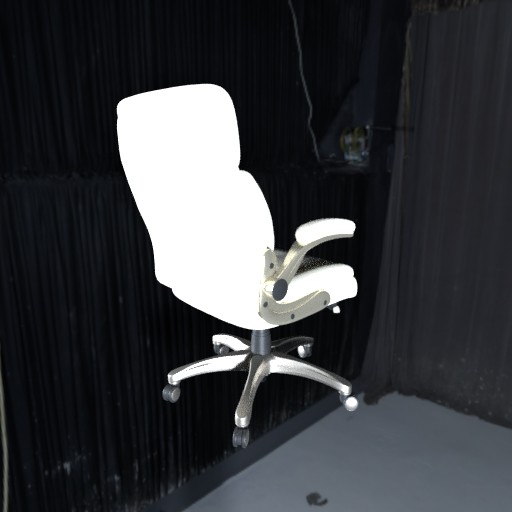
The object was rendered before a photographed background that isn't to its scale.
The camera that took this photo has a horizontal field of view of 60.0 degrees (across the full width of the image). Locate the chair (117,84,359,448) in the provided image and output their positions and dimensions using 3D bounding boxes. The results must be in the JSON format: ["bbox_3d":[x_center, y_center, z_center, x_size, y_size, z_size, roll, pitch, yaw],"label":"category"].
[{"bbox_3d":[0.000,0.000,1.640,0.794,1.110,0.740,-13,19,-43],"label":"chair"}]
